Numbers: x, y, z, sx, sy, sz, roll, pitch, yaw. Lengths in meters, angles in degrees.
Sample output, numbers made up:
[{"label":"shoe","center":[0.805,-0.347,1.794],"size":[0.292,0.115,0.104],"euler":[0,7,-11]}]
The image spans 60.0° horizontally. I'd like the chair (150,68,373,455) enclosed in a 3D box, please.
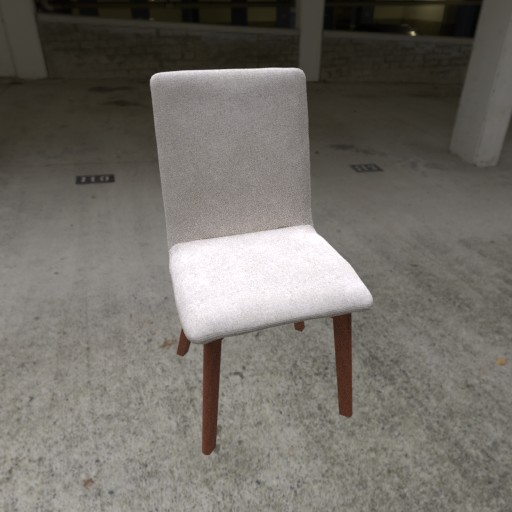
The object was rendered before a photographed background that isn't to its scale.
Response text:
[{"label":"chair","center":[0.000,0.000,1.325],"size":[0.522,0.974,0.563],"euler":[-9,33,-14]}]
